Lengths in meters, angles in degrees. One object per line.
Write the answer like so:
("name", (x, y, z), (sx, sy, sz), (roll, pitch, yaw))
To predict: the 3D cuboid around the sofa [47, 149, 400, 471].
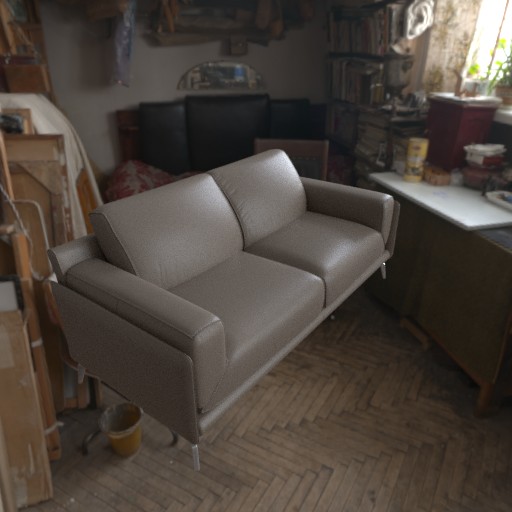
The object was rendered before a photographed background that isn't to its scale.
("sofa", (0.000, 0.000, 2.617), (1.049, 0.930, 2.101), (18, 32, 32))
